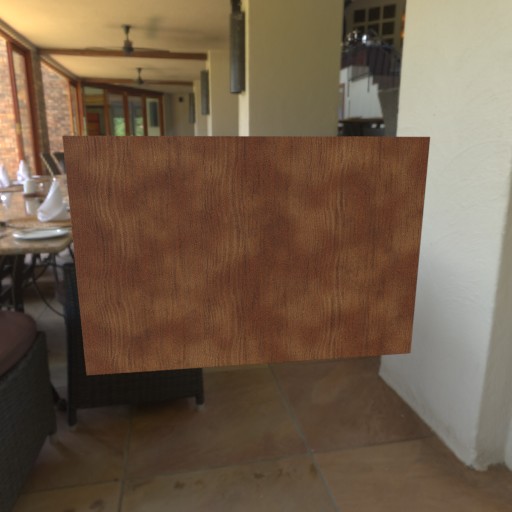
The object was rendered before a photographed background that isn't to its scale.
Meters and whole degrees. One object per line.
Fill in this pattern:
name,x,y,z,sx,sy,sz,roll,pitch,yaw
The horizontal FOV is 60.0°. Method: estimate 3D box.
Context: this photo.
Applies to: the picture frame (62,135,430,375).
picture frame,0.000,0.000,1.228,0.950,0.640,0.029,-2,14,-8
